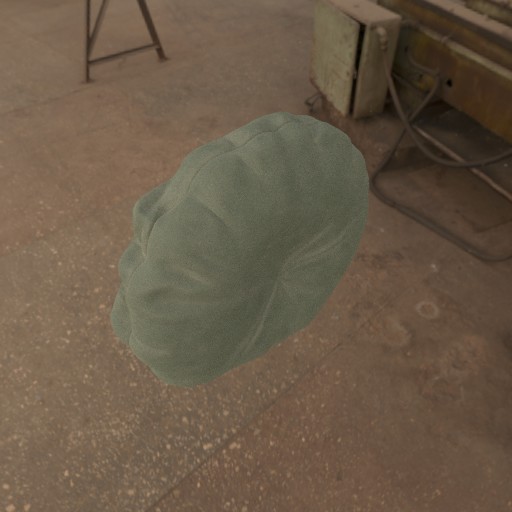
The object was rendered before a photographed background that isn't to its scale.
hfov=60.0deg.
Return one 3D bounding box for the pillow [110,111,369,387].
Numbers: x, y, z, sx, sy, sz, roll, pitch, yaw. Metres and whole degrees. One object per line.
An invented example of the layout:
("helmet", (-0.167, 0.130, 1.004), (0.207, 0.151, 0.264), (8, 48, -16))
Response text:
("pillow", (0.000, 0.000, 0.637), (0.428, 0.407, 0.148), (-31, 53, -26))
